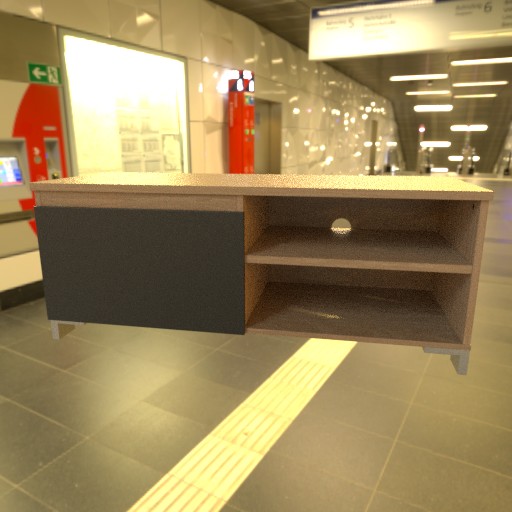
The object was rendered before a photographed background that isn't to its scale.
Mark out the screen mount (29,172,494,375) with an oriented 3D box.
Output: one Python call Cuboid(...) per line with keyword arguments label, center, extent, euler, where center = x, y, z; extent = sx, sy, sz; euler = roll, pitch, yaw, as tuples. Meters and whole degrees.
Cuboid(label="screen mount", center=(0.000, 0.000, 1.264), extent=(1.084, 0.432, 0.406), euler=(3, 15, 10))
